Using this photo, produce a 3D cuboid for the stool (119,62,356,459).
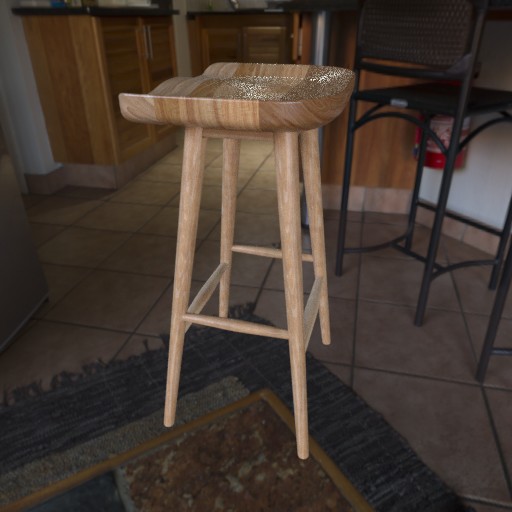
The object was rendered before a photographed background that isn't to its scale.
[{"bbox_3d":[0.000,0.000,0.925,0.322,0.698,0.407,8,30,13],"label":"stool"}]
